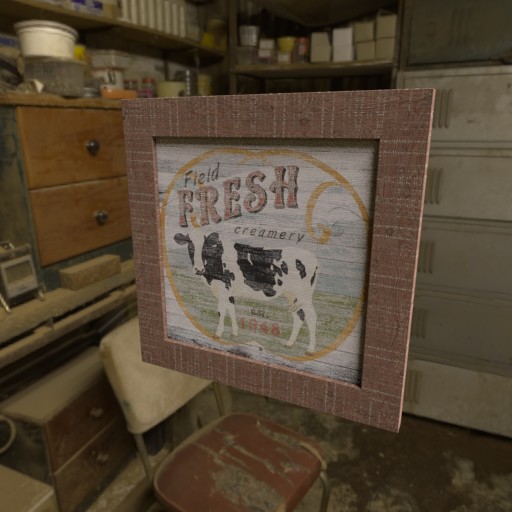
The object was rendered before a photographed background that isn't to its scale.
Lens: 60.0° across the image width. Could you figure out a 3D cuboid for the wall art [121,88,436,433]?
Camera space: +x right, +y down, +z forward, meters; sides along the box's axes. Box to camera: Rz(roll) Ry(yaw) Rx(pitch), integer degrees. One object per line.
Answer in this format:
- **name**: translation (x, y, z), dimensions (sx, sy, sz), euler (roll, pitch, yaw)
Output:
- **wall art**: translation (0.000, 0.000, 0.777), dimensions (0.531, 0.531, 0.029), euler (8, 18, 25)
